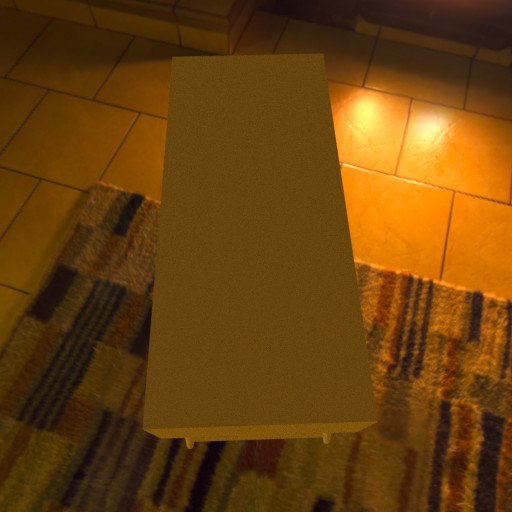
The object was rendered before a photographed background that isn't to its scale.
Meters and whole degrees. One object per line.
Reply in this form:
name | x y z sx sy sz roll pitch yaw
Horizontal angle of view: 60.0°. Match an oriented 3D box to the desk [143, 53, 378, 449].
desk | 0.000 0.000 1.711 0.589 0.762 1.313 -2 63 -1
